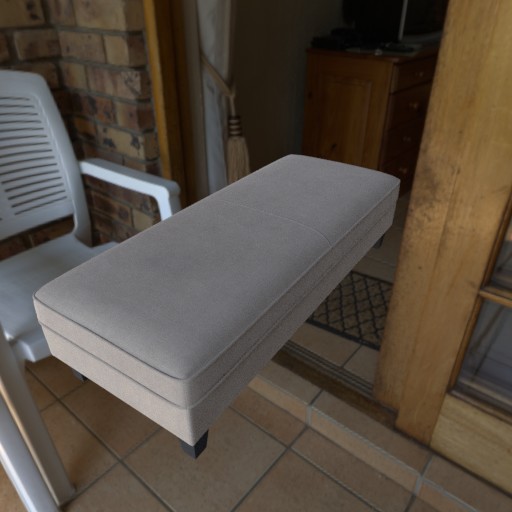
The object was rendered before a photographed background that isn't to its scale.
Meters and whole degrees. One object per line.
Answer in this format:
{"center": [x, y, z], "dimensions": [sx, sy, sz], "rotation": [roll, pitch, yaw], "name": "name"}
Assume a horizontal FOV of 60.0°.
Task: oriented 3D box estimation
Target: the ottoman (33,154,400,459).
{"center": [0.000, 0.000, 1.988], "dimensions": [0.735, 0.460, 1.726], "rotation": [19, 36, 29], "name": "ottoman"}
